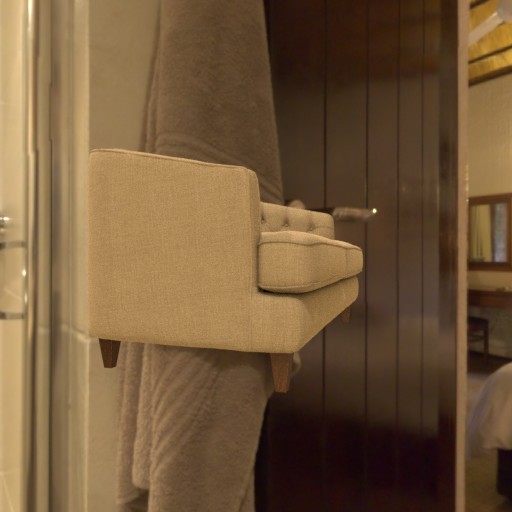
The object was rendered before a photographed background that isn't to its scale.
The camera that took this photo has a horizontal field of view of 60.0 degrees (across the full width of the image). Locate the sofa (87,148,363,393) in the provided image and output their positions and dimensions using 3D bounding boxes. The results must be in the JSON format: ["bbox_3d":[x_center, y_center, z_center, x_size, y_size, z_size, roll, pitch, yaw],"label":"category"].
[{"bbox_3d":[0.000,0.000,2.260,0.941,0.855,1.733,0,0,19],"label":"sofa"}]
